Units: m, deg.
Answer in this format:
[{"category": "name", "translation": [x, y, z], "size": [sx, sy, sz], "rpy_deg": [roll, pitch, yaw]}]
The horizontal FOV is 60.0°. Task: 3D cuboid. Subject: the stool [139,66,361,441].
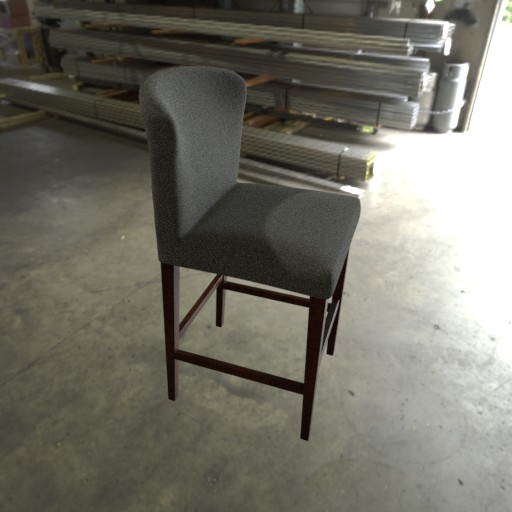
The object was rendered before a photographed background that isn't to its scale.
[{"category": "stool", "translation": [0.000, 0.000, 1.400], "size": [0.568, 1.069, 0.486], "rpy_deg": [11, 34, 17]}]
